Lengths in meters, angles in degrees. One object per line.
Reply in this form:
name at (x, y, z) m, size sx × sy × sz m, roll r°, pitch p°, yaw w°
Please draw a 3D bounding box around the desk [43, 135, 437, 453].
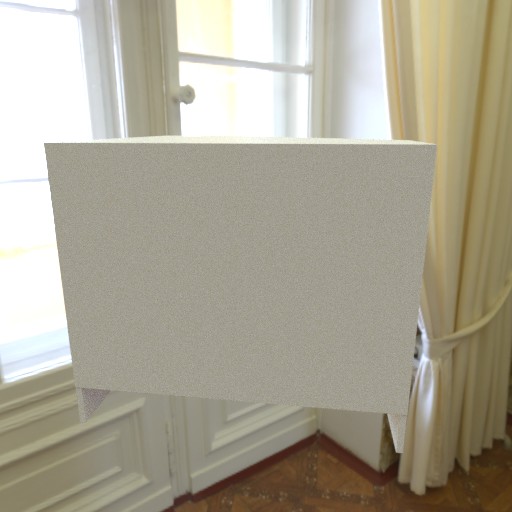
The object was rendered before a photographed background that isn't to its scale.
desk at (0.000, 0.000, 1.596) m, size 0.940 × 0.818 × 0.926 m, roll 2°, pitch 16°, yaw 8°
